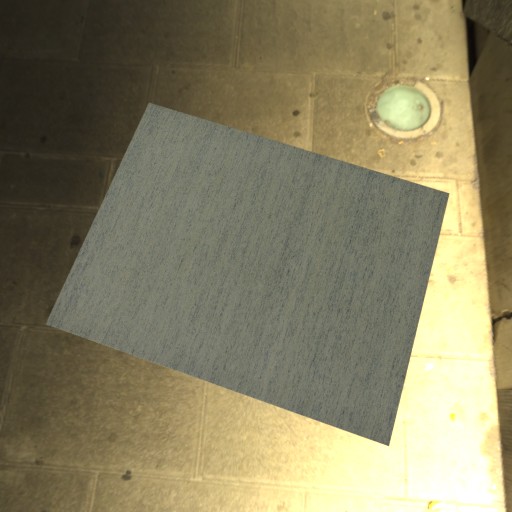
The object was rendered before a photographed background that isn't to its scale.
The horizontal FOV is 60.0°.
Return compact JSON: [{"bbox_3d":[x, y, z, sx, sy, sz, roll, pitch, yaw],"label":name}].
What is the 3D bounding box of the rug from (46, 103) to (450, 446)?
[{"bbox_3d":[0.000,0.000,4.189,3.197,0.006,2.438,18,75,5],"label":"rug"}]
